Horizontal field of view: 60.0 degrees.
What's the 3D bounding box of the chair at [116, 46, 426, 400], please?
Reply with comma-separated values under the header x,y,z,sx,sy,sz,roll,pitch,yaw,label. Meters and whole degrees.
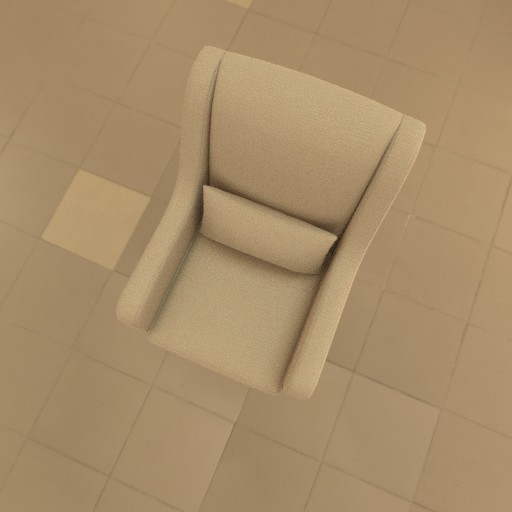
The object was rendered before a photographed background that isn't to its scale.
x,y,z,sx,sy,sz,roll,pitch,yaw,label
0.000,0.000,1.663,0.715,1.017,0.896,22,77,5,chair
